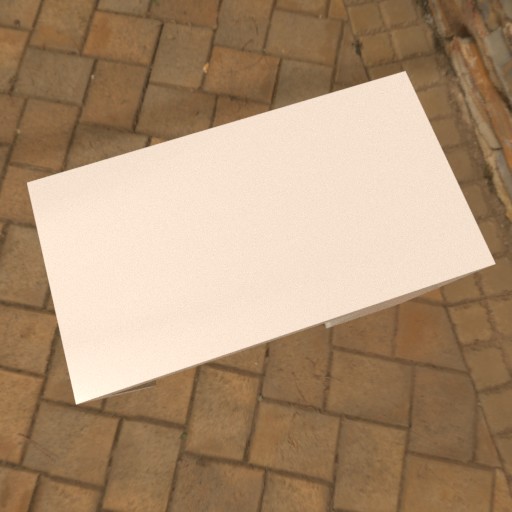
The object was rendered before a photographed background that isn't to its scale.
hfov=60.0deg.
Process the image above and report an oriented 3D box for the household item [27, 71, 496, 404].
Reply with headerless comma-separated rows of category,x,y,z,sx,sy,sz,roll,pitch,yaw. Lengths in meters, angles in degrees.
household item,0.000,0.000,1.527,1.100,0.749,0.597,-18,77,-4
